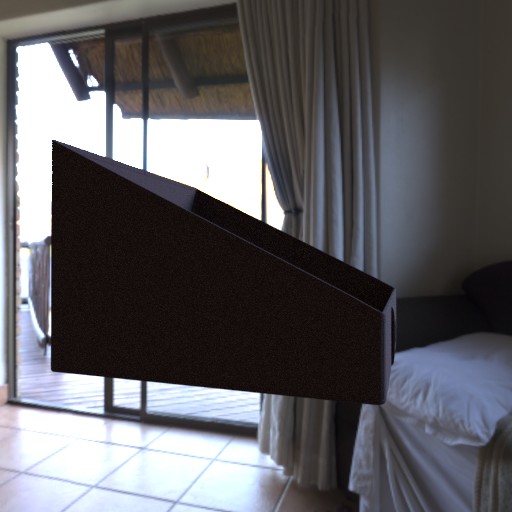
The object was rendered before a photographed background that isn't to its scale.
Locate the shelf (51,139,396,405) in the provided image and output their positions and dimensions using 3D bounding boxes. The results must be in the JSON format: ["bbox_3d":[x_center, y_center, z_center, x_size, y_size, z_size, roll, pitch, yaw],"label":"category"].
[{"bbox_3d":[0.000,0.000,0.485,0.292,0.210,0.292,0,-1,19],"label":"shelf"}]
